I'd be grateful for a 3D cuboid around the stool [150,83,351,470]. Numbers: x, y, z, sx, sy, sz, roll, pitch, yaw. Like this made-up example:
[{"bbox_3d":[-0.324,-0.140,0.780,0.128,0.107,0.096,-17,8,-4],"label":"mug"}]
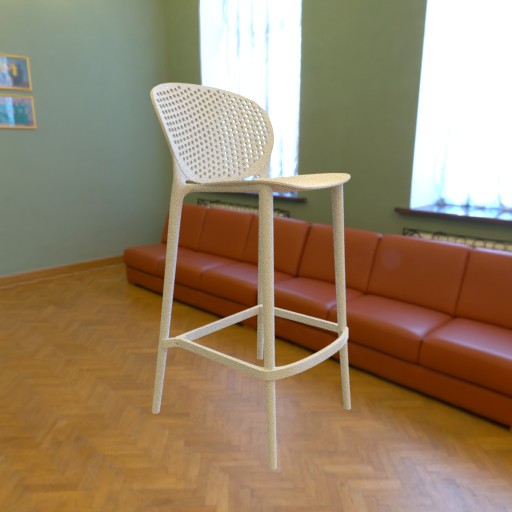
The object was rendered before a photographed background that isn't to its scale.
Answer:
[{"bbox_3d":[0.000,0.000,1.379,0.535,1.045,0.536,13,19,41],"label":"stool"}]
